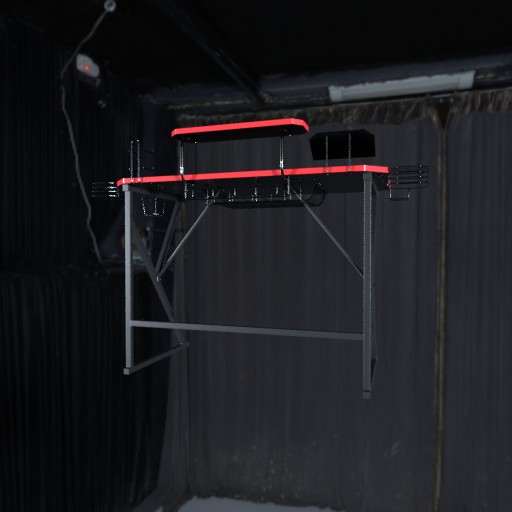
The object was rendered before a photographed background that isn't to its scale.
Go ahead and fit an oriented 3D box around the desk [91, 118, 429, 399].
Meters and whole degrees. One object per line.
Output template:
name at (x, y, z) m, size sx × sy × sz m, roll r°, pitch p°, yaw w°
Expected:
desk at (0.000, 0.000, 1.789) m, size 1.280 × 0.913 × 0.588 m, roll 0°, pitch 1°, yaw 18°
